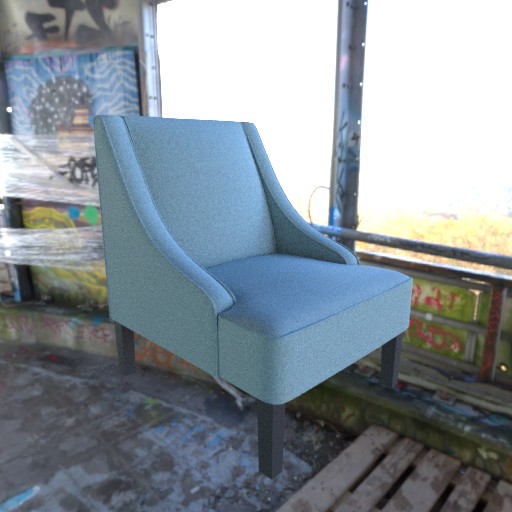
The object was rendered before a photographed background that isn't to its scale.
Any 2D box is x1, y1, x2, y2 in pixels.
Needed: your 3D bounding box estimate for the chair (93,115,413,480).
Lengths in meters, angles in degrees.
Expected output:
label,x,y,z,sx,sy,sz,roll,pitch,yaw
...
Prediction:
label,x,y,z,sx,sy,sz,roll,pitch,yaw
chair,0.000,0.000,1.852,1.025,1.133,0.857,14,20,43
